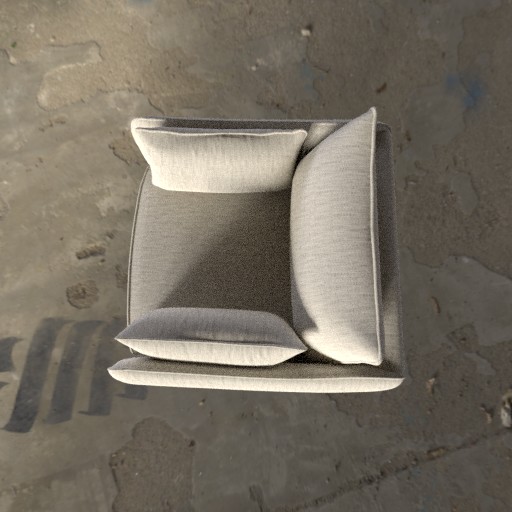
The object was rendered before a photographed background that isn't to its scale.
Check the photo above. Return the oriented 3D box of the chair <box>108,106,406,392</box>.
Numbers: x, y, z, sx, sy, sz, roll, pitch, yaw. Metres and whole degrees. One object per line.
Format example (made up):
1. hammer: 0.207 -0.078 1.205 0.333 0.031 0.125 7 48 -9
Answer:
1. chair: 0.000 0.000 1.719 0.991 0.855 0.994 1 76 0
